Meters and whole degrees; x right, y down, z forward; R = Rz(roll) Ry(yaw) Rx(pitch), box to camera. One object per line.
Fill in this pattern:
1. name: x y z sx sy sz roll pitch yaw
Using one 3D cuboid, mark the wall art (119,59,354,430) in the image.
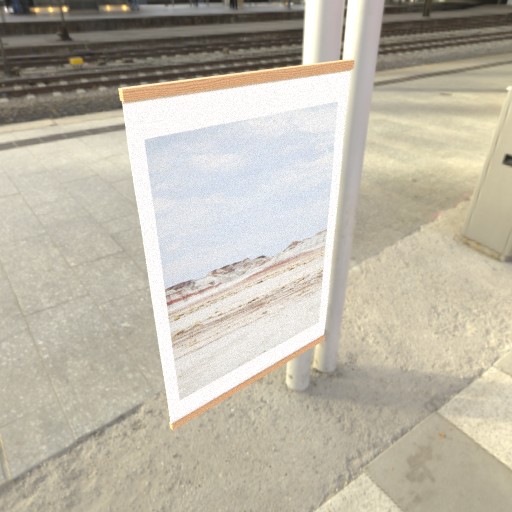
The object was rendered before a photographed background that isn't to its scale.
1. wall art: 0.000 0.000 1.959 1.011 1.521 0.025 -22 38 -32
